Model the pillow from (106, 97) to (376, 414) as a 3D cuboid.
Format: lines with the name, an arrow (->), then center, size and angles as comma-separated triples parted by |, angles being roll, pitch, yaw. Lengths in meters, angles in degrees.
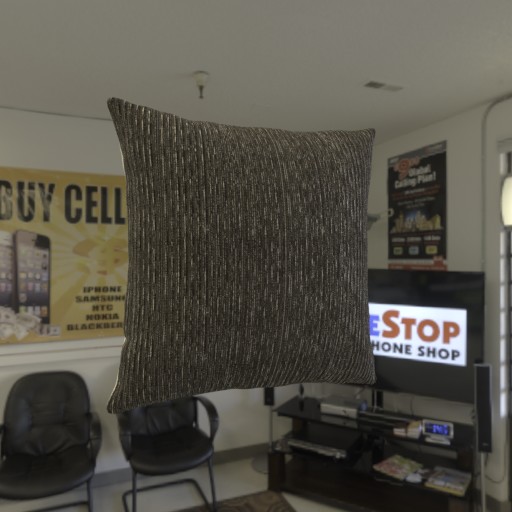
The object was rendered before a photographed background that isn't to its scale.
pillow -> 0.000, 0.000, 0.676 | 0.433, 0.434, 0.196 | 0, 0, -20
